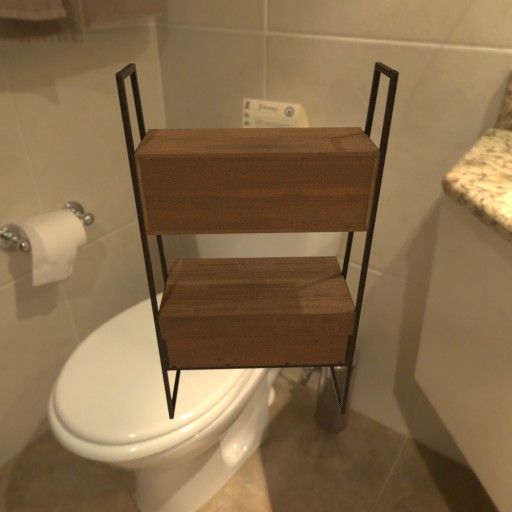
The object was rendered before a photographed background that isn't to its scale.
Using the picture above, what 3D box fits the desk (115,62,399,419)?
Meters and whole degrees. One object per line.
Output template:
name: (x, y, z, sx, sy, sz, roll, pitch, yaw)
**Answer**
desk: (0.000, 0.000, 2.219, 0.982, 1.809, 0.515, -1, 32, -2)
